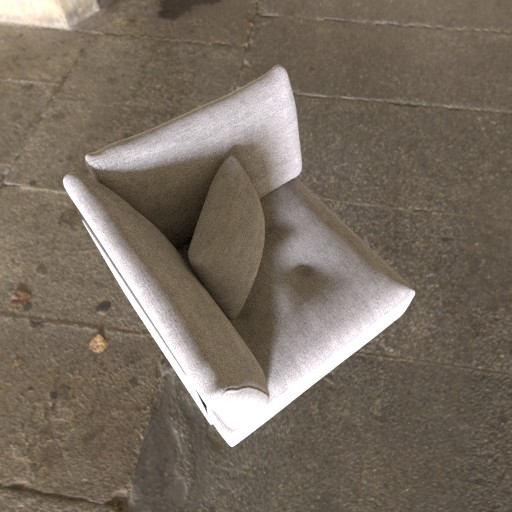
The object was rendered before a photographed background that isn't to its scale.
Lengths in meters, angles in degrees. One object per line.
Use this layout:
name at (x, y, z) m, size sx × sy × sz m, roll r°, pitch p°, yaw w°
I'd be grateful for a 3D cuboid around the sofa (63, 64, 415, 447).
sofa at (0.000, 0.000, 1.781) m, size 1.000 × 0.820 × 1.000 m, roll -32°, pitch 63°, yaw -18°
